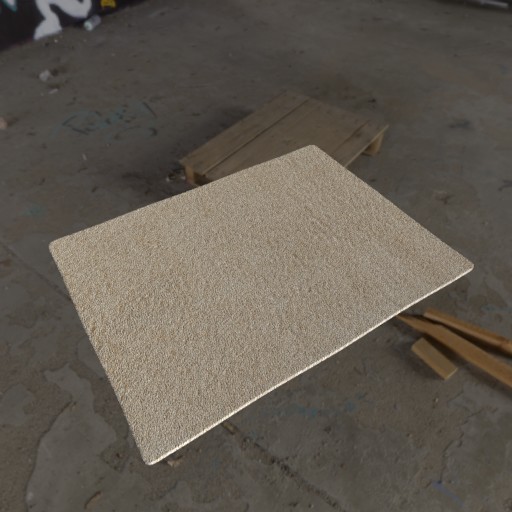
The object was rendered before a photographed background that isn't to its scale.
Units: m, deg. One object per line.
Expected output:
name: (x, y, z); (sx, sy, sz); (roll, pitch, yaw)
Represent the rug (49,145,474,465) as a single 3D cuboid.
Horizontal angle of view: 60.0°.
rug: (0.000, 0.000, 2.066); (1.600, 0.027, 1.200); (-25, 51, -22)
